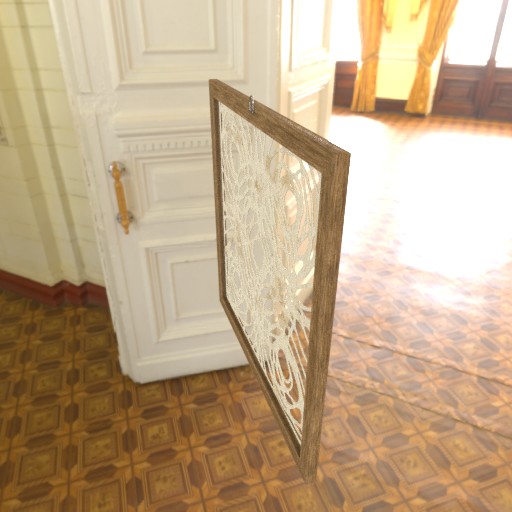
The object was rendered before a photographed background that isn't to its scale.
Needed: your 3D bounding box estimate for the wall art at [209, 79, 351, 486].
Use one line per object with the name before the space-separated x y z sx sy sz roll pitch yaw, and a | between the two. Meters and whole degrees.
wall art | 0.000 0.000 0.827 0.021 0.576 0.561 -10 31 -16
